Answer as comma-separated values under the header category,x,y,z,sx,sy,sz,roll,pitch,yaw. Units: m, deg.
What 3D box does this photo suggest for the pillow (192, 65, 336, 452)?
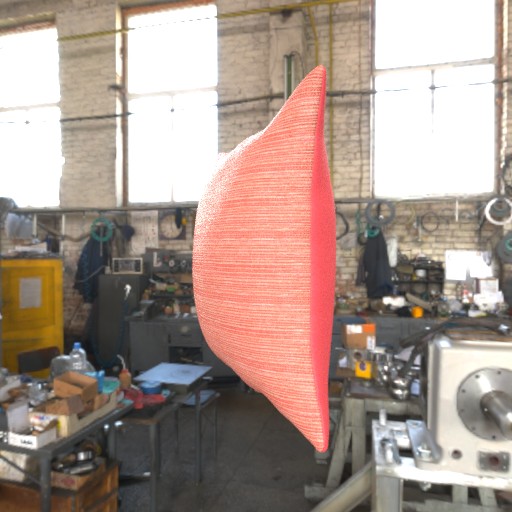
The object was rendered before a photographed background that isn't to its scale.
category,x,y,z,sx,sy,sz,roll,pitch,yaw
pillow,0.000,0.000,0.827,0.229,0.501,0.559,0,1,-19
